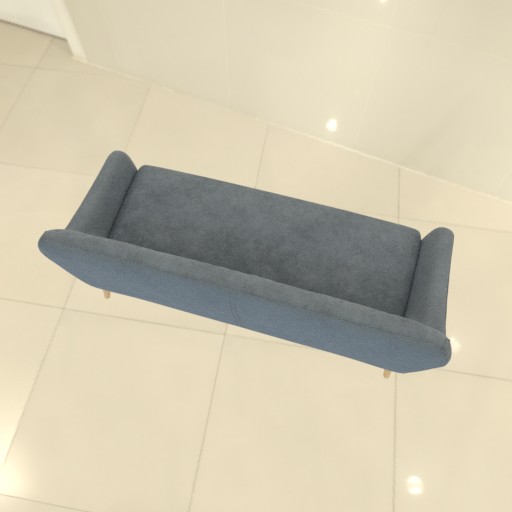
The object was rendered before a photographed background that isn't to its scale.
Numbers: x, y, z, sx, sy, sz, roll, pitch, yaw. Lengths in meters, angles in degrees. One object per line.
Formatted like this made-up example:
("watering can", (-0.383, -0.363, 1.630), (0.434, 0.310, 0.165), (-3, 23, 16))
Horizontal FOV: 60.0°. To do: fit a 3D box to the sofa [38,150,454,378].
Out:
("sofa", (0.000, 0.000, 2.421), (1.975, 0.832, 0.841), (15, 63, 8))
